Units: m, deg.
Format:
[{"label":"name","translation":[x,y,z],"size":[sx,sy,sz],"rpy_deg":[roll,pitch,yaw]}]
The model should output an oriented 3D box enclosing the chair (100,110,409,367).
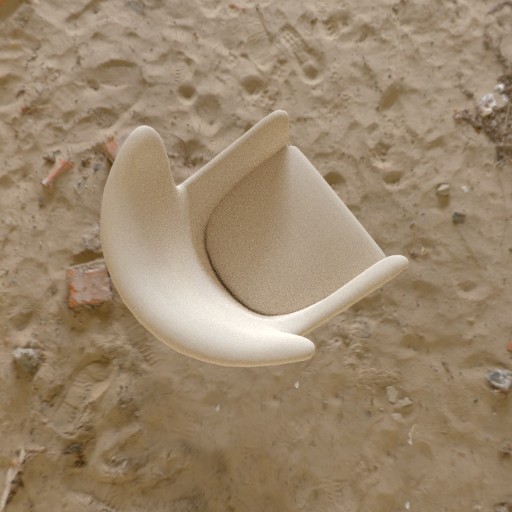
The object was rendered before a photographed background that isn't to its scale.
[{"label":"chair","translation":[0.000,0.000,1.506],"size":[0.744,0.990,0.696],"rpy_deg":[-35,79,-8]}]
